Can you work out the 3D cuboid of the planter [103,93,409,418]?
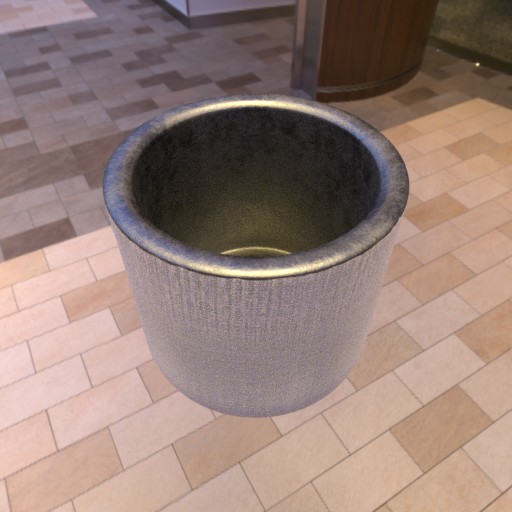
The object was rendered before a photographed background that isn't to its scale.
[{"bbox_3d":[0.000,0.000,0.222,0.125,0.112,0.125,0,47,0],"label":"planter"}]
